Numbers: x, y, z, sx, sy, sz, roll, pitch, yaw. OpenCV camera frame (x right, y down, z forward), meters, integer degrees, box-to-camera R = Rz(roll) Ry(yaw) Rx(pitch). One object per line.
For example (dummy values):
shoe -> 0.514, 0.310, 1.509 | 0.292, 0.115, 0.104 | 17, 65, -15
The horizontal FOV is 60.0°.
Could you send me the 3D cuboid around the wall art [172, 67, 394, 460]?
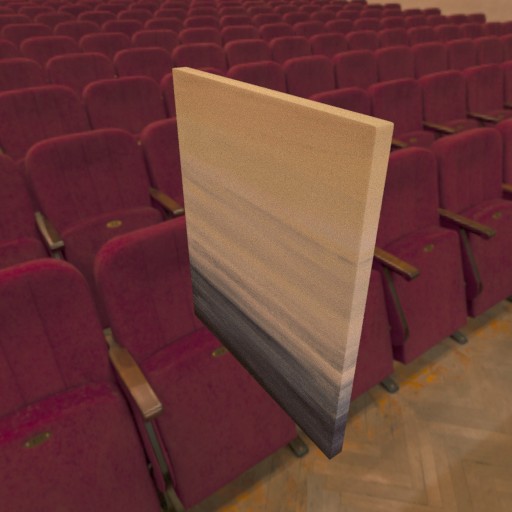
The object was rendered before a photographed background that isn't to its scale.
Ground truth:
wall art -> 0.000, 0.000, 0.986 | 0.041, 0.710, 0.608 | -20, 36, -29
